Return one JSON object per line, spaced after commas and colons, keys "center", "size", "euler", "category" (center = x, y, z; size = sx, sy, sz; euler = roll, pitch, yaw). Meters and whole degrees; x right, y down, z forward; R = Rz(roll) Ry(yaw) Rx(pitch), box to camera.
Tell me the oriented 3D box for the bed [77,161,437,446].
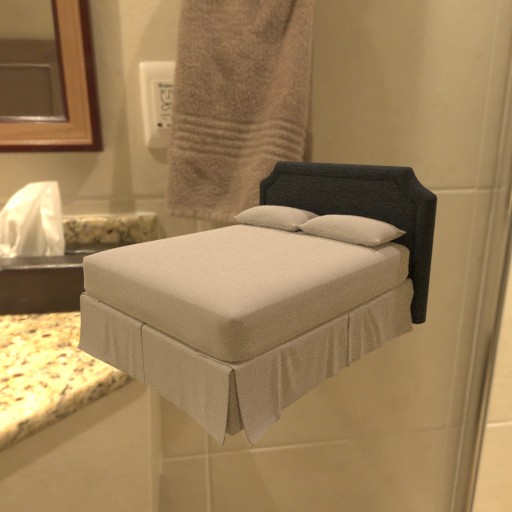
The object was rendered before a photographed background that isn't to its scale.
{"center": [0.000, 0.000, 3.370], "size": [1.828, 1.297, 2.208], "euler": [14, 20, 42], "category": "bed"}
